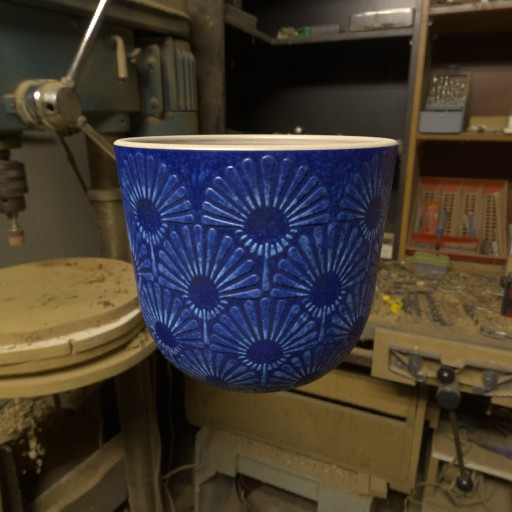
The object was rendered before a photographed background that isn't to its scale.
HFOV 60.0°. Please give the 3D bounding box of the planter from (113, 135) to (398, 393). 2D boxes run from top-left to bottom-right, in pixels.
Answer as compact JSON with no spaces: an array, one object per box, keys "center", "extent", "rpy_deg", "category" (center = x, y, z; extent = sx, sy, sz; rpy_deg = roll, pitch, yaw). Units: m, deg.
[{"center":[0.000,0.000,0.298],"extent":[0.170,0.153,0.170],"rpy_deg":[0,17,0],"category":"planter"}]
